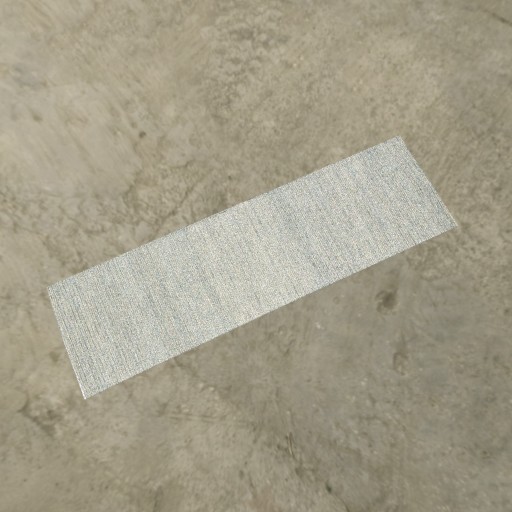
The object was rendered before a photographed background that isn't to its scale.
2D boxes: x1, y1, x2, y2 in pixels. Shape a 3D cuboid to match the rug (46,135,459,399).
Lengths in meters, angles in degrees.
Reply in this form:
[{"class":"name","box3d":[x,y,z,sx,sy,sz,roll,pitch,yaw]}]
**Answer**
[{"class":"rug","box3d":[0.000,0.000,2.579,2.341,0.037,0.675,-24,76,-7]}]
